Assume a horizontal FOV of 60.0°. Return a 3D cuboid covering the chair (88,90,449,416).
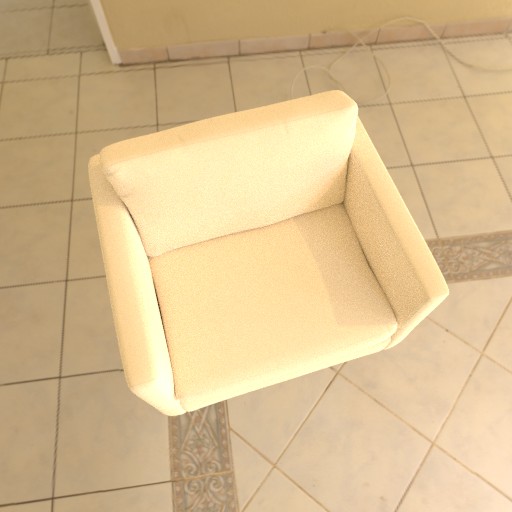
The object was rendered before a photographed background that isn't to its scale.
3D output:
[{"bbox_3d":[0.000,0.000,1.673,1.019,0.885,0.878,-15,65,-7],"label":"chair"}]
